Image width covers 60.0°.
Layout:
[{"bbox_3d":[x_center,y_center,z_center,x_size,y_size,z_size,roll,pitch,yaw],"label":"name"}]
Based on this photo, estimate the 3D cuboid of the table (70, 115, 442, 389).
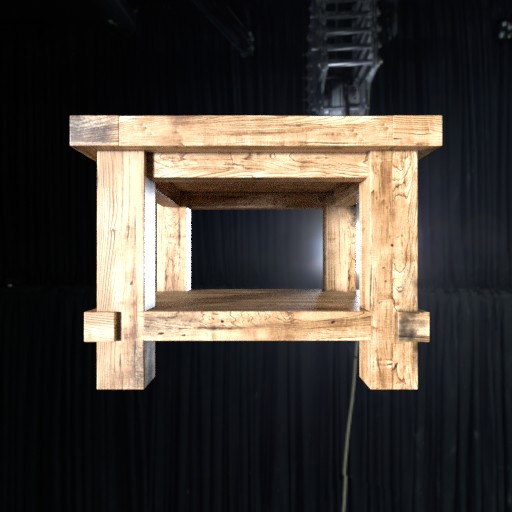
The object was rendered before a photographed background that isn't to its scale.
[{"bbox_3d":[0.000,0.000,1.028,0.610,0.457,0.610,0,0,0],"label":"table"}]
